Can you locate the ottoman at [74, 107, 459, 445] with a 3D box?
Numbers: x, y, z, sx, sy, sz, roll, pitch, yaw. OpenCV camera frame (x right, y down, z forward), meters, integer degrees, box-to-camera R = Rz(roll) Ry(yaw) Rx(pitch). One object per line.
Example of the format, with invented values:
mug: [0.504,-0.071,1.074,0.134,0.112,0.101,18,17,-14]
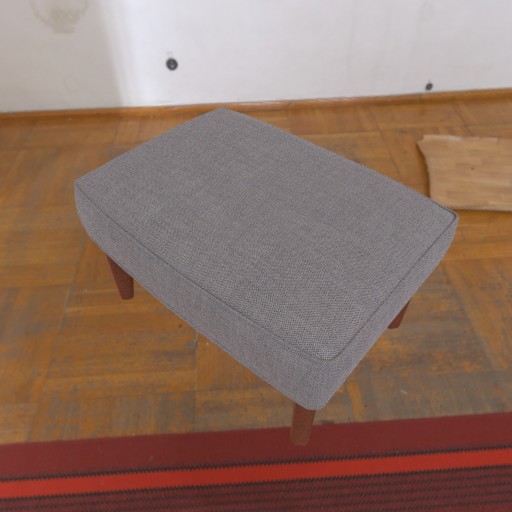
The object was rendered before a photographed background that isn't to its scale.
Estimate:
ottoman: [0.000,0.000,1.120,0.750,0.458,0.555,32,55,27]
